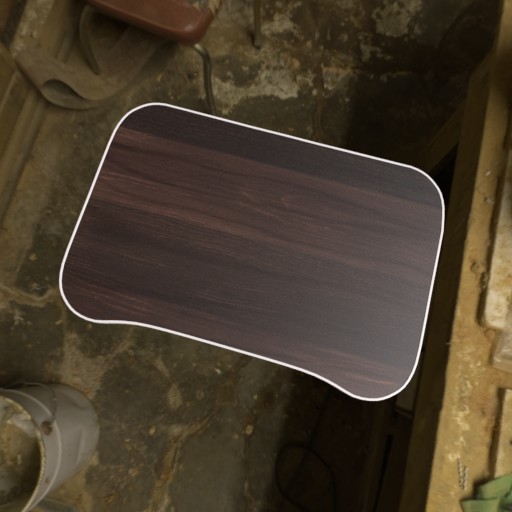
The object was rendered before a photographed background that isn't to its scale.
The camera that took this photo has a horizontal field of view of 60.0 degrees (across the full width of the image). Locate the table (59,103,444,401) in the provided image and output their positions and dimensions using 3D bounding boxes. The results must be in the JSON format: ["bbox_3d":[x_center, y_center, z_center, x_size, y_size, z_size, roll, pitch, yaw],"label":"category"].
[{"bbox_3d":[0.000,0.000,0.849,0.660,0.232,0.400,15,77,4],"label":"table"}]
